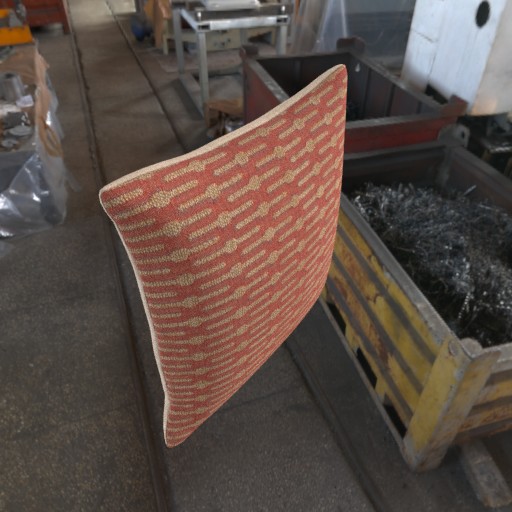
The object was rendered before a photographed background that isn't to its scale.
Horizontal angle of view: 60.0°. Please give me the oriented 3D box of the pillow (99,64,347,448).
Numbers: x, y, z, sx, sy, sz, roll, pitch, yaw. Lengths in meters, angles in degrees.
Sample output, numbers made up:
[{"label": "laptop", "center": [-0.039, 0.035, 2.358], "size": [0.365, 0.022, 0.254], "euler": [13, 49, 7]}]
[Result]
[{"label": "pillow", "center": [0.000, 0.000, 0.747], "size": [0.182, 0.503, 0.511], "euler": [26, 46, 27]}]
